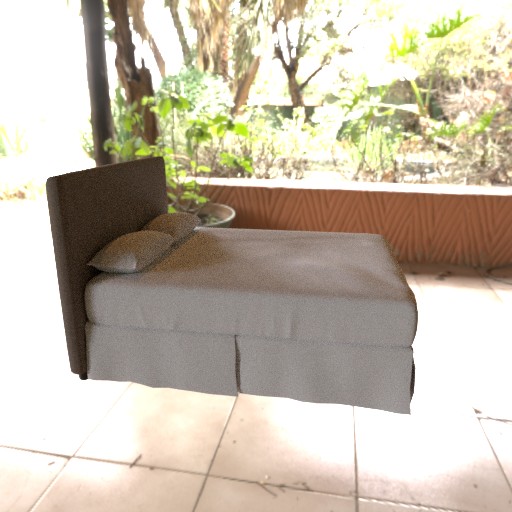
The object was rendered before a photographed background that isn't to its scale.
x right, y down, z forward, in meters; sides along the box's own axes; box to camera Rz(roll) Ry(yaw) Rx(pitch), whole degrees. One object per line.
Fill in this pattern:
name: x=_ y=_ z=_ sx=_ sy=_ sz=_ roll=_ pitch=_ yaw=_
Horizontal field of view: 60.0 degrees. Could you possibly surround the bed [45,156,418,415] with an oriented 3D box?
bed: x=0.000 y=0.000 z=3.274 sx=2.142 sy=1.330 sz=1.723 roll=3 pitch=17 yaw=9
